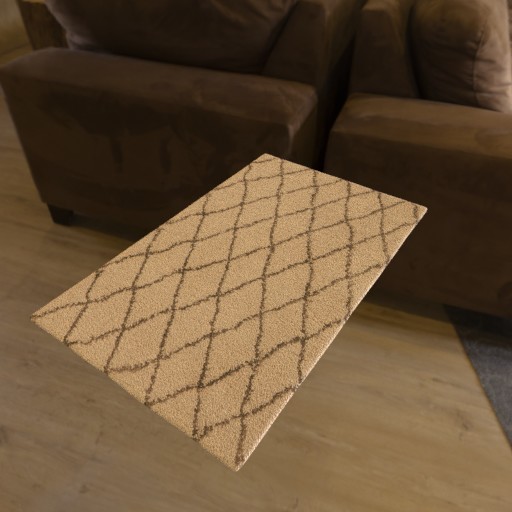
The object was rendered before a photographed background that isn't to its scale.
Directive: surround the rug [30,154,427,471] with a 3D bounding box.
[{"bbox_3d":[0.000,0.000,3.003,1.524,0.030,2.438,25,47,26],"label":"rug"}]
